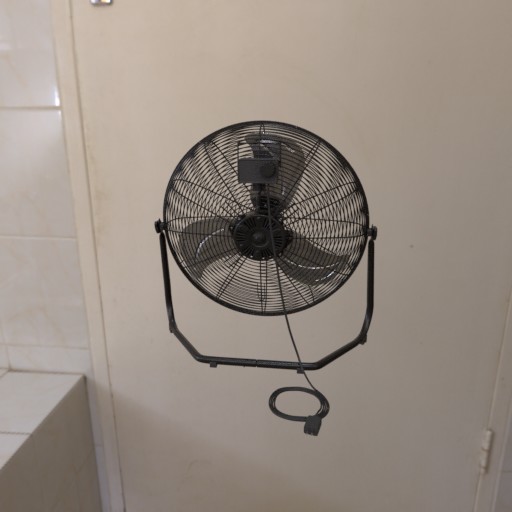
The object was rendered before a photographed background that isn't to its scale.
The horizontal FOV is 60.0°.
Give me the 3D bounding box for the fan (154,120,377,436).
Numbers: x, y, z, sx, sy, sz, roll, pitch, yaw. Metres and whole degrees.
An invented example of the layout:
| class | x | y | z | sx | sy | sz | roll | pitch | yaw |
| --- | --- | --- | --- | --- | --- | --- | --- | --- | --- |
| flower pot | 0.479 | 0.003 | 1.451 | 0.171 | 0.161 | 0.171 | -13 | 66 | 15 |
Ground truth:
| class | x | y | z | sx | sy | sz | roll | pitch | yaw |
| --- | --- | --- | --- | --- | --- | --- | --- | --- | --- |
| fan | 0.000 | 0.000 | 0.928 | 0.555 | 0.546 | 0.424 | 2 | 16 | 7 |
